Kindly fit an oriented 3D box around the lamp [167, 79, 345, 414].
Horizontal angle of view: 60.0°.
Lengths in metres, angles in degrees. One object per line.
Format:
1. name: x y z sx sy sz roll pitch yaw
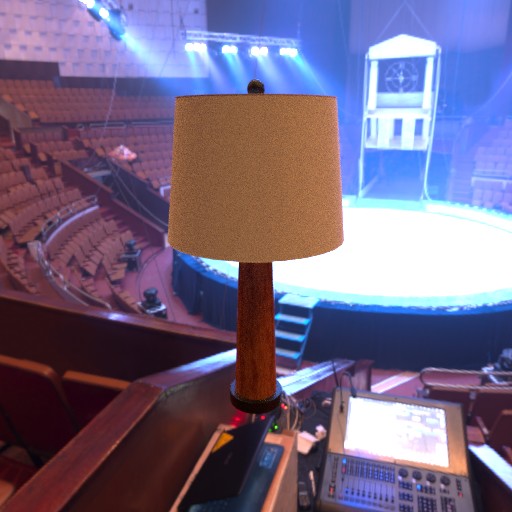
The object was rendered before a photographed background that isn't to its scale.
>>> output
1. lamp: 0.000 0.000 0.897 0.349 0.667 0.349 0 17 0
